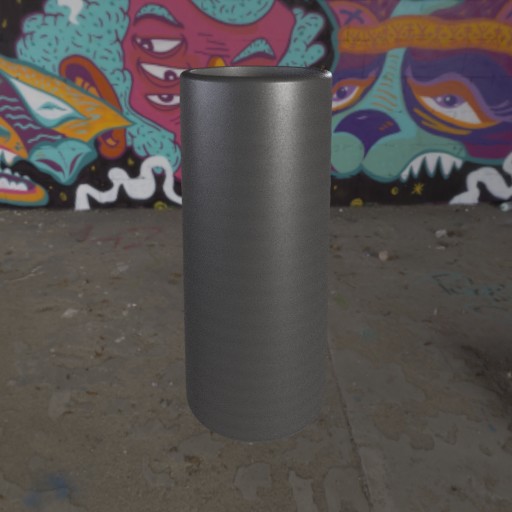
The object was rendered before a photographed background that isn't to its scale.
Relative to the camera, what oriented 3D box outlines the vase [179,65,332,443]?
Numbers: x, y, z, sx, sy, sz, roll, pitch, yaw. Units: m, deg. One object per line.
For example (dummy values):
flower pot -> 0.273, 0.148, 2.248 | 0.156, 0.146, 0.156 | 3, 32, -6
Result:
vase -> 0.000, 0.000, 0.374 | 0.136, 0.289, 0.136 | 8, 28, 16
